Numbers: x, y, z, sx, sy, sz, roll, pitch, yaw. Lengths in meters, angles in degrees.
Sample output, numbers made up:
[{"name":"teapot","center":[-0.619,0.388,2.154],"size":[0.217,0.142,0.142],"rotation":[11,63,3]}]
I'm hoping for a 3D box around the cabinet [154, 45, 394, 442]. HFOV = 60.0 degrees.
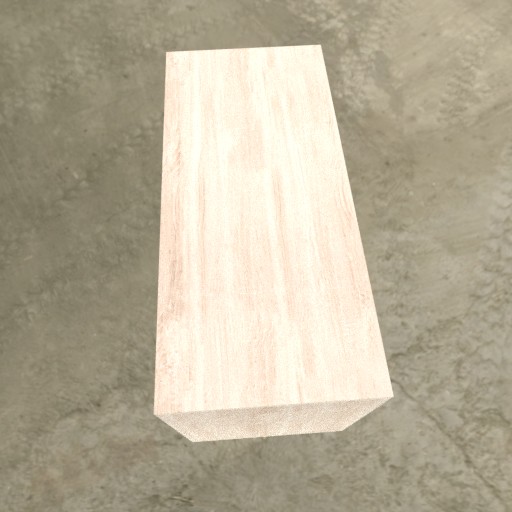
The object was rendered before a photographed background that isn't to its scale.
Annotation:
[{"name":"cabinet","center":[0.000,0.000,1.522],"size":[0.500,0.780,1.110],"rotation":[-4,62,-2]}]
